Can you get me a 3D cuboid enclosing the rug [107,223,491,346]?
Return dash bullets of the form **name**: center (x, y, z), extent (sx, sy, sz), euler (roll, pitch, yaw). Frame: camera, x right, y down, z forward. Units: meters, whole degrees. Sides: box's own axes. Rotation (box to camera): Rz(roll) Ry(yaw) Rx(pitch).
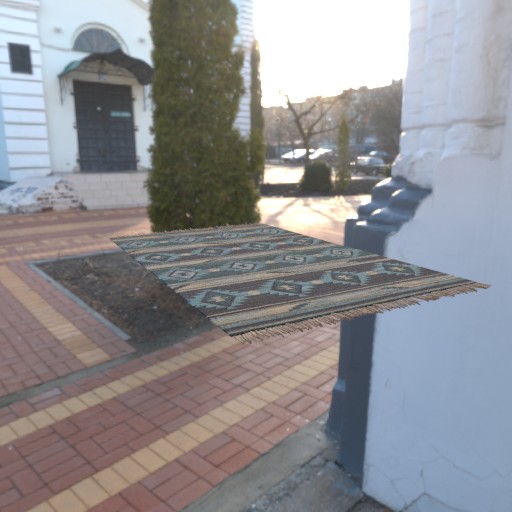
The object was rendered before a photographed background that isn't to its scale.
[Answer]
- **rug**: center (0.000, 0.000, 2.383), extent (1.181, 0.028, 1.936), euler (-7, 15, -28)
